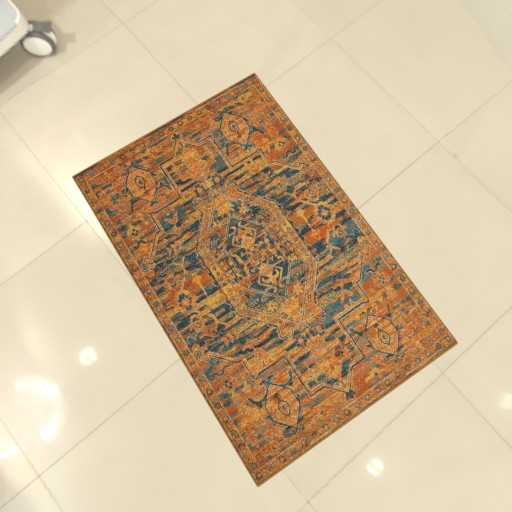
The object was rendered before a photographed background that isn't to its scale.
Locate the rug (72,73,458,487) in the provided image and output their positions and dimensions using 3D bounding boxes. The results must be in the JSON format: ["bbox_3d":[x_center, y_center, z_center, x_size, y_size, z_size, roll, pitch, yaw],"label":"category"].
[{"bbox_3d":[0.000,0.000,1.078,0.557,0.008,0.863,-32,78,-8],"label":"rug"}]
